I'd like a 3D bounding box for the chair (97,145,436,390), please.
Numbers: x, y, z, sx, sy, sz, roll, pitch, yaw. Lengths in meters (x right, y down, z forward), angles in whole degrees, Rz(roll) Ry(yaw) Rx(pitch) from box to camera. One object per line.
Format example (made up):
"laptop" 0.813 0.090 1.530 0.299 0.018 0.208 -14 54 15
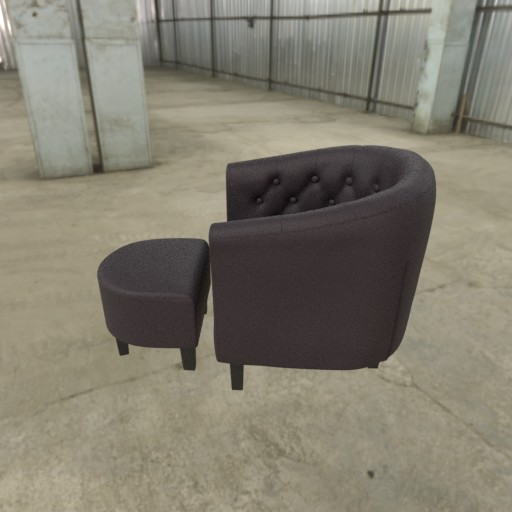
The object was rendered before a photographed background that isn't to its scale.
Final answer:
"chair" 0.000 0.000 1.665 1.191 0.760 0.763 0 27 1
